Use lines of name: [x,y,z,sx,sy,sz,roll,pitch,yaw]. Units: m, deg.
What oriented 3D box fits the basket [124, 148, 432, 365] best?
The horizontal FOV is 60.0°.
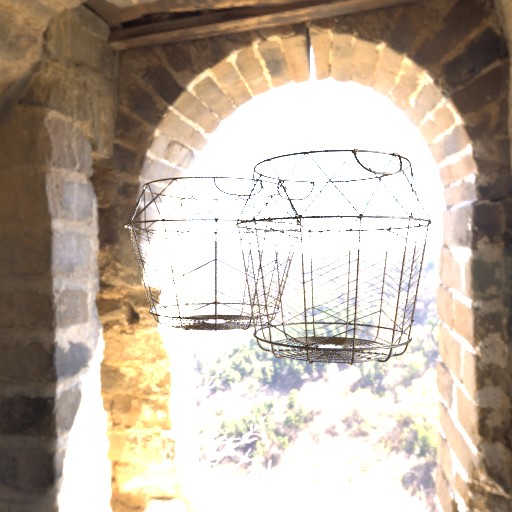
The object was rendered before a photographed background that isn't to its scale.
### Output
basket: [0.000,0.000,0.989,0.451,0.343,0.805,0,0,-35]
